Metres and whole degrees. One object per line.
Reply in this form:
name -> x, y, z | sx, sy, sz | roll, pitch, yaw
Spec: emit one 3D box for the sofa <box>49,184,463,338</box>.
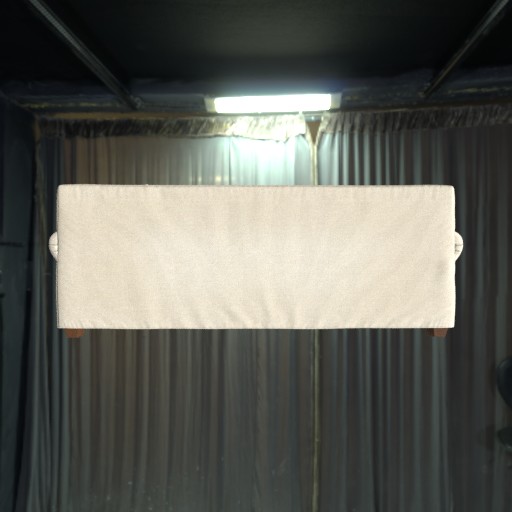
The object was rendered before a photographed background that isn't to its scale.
sofa -> 0.000, 0.000, 2.907 | 2.285, 0.904, 1.067 | 0, -1, -1
